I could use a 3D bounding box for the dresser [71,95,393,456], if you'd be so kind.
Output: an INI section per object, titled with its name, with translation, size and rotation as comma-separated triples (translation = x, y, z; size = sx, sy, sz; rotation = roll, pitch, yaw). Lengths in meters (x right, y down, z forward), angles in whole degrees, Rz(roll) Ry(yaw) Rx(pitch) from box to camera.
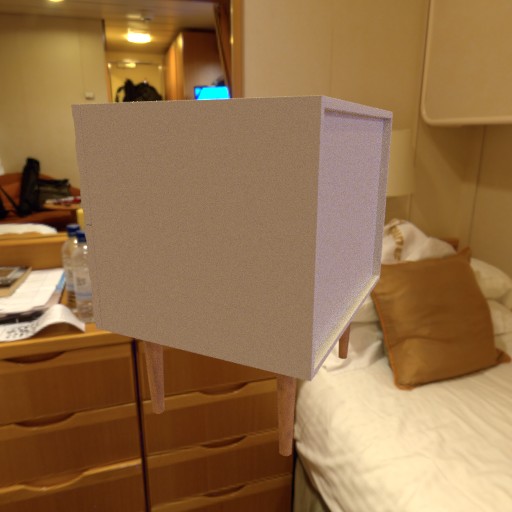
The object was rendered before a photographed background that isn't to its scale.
[dresser]
translation = 0.000, 0.000, 0.901
size = 0.414, 0.568, 0.503
rotation = 7, 17, 25
